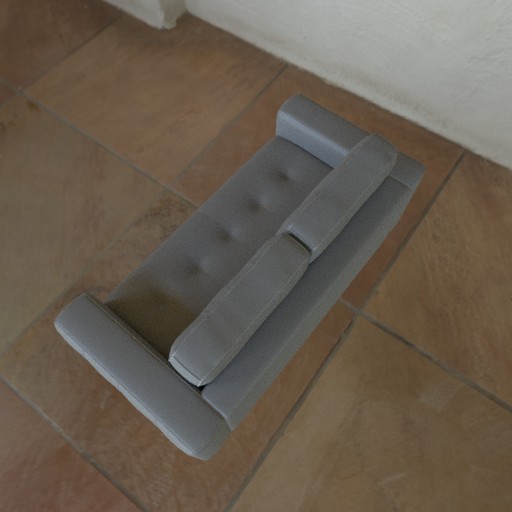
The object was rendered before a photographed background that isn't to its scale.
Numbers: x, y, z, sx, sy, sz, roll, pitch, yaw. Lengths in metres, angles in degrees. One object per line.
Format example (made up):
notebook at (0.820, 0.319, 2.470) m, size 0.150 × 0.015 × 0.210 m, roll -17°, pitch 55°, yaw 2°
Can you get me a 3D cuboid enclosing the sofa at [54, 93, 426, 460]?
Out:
sofa at (0.000, 0.000, 2.174) m, size 0.833 × 0.893 × 1.726 m, roll 36°, pitch 69°, yaw 16°
